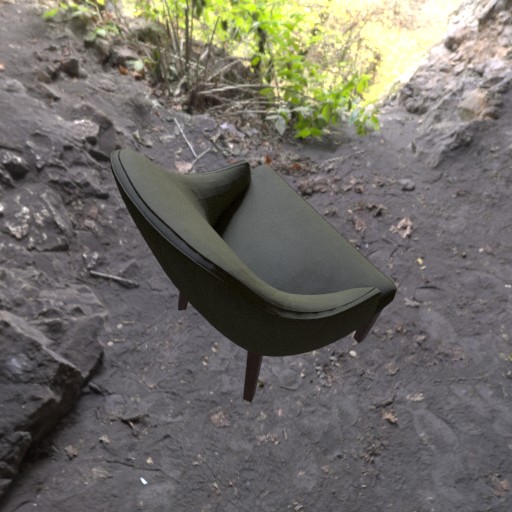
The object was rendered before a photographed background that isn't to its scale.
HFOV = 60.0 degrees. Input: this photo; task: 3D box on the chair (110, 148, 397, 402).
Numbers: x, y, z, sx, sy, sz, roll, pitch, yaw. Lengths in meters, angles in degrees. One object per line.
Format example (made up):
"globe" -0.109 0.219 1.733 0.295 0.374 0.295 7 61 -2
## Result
"chair" 0.000 0.000 1.280 0.575 0.889 0.643 -33 63 -19
